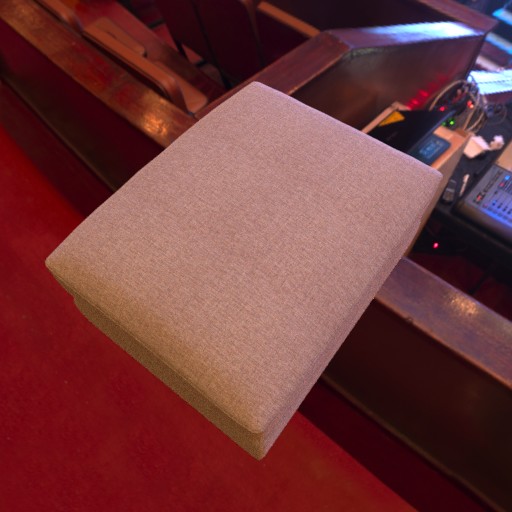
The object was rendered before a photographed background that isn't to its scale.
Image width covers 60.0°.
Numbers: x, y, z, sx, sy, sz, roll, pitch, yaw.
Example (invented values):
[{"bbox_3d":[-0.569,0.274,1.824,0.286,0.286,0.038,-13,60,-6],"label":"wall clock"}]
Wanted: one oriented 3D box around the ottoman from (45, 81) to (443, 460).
[{"bbox_3d":[0.000,0.000,1.131,0.584,0.513,0.741,33,64,18],"label":"ottoman"}]
